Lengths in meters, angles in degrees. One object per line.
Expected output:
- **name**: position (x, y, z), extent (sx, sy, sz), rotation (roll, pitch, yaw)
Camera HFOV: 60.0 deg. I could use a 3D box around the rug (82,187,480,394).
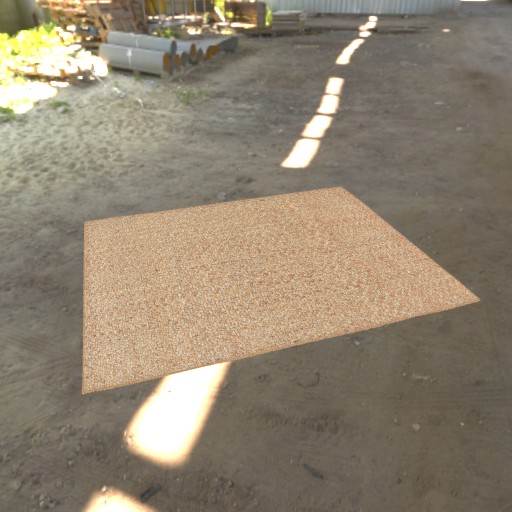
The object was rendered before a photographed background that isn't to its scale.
- **rug**: position (0.000, 0.000, 4.115), extent (3.048, 0.013, 2.439), rotation (-10, 33, -15)
